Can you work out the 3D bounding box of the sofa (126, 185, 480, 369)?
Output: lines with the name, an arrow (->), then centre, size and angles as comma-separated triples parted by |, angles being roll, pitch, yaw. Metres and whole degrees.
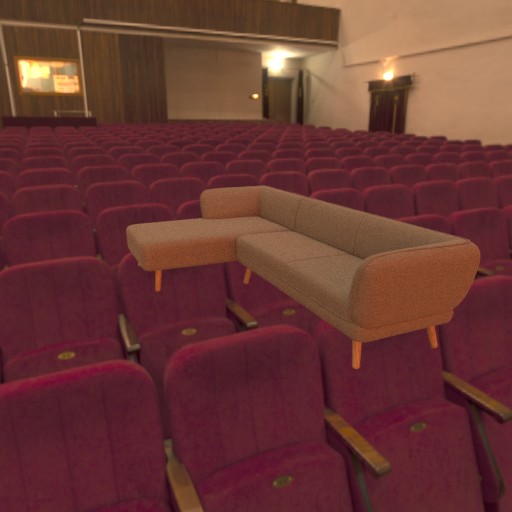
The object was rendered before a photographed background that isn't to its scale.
sofa -> 0.000, 0.000, 3.336 | 1.532, 0.693, 2.653 | -7, 18, -24
